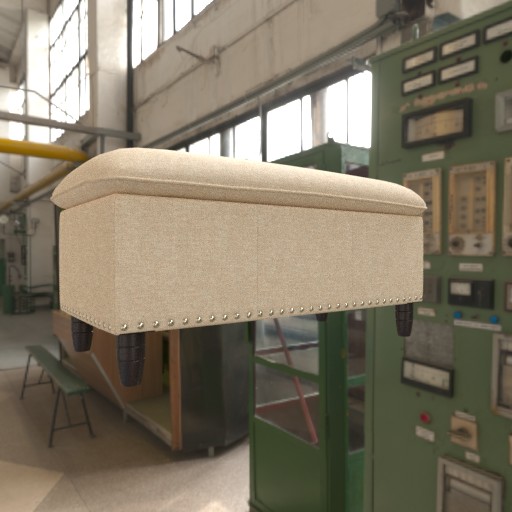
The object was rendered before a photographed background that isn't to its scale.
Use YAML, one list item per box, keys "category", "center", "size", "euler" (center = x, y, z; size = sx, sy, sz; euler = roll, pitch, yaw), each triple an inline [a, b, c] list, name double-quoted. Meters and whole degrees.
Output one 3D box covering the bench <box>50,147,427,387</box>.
- category: "bench"
  center: [0.000, 0.000, 1.234]
  size: [0.991, 0.483, 0.483]
  euler: [0, 1, -35]
